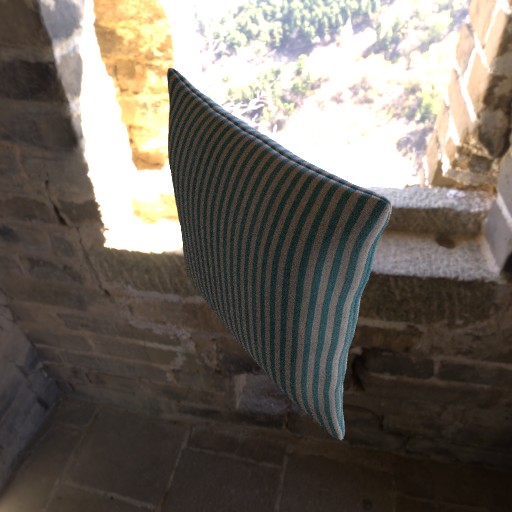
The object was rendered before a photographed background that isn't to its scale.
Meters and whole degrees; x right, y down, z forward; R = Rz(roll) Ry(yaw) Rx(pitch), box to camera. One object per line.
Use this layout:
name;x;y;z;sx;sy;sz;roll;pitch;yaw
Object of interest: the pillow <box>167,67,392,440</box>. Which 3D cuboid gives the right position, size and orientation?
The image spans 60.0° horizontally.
pillow;0.000;0.000;0.784;0.166;0.510;0.523;-24;46;-25
